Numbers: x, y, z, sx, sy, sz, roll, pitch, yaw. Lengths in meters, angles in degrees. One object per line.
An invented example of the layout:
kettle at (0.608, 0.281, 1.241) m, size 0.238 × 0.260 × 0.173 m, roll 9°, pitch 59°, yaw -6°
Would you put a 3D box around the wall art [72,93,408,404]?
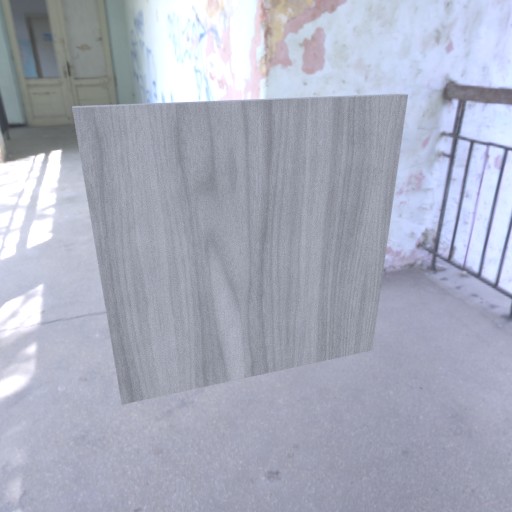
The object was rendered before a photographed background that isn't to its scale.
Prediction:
wall art at (0.000, 0.000, 0.758) m, size 0.508 × 0.507 × 0.016 m, roll -8°, pitch 27°, yaw -16°
